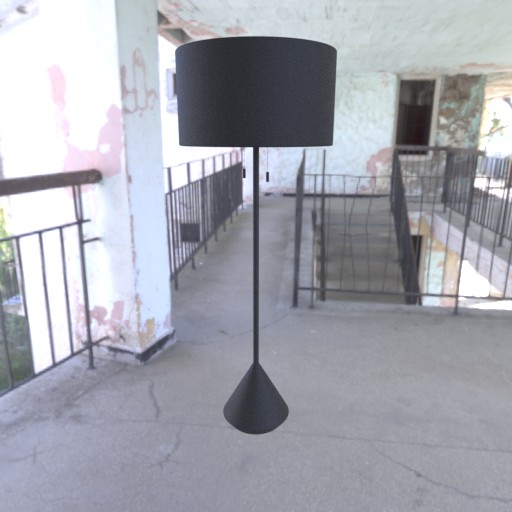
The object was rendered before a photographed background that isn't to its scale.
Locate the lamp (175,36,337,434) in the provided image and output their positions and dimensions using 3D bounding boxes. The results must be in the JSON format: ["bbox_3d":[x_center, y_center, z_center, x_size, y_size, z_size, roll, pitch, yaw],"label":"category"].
[{"bbox_3d":[0.000,0.000,1.809,0.580,1.526,0.580,8,17,27],"label":"lamp"}]
